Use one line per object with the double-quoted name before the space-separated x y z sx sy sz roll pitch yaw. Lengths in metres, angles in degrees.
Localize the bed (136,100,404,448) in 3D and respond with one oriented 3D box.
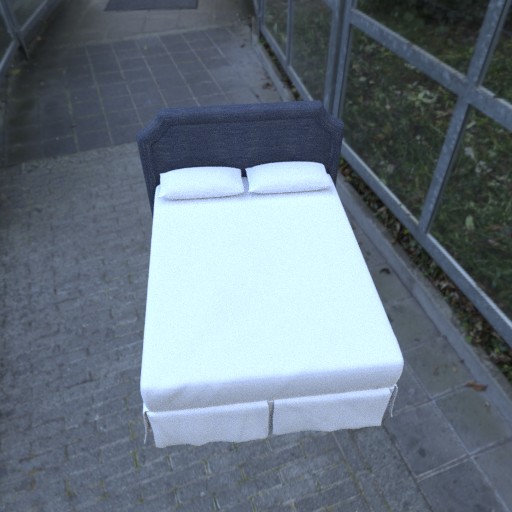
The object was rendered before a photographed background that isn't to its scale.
"bed" 0.000 0.000 3.168 1.693 1.290 2.116 -5 45 -5
